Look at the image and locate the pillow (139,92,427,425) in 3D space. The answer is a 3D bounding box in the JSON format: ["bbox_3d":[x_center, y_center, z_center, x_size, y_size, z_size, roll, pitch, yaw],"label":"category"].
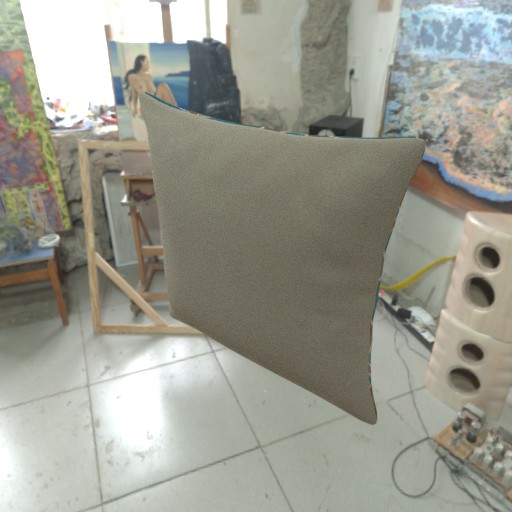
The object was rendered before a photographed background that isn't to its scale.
[{"bbox_3d":[0.000,0.000,0.791,0.526,0.507,0.166,21,36,32],"label":"pillow"}]
